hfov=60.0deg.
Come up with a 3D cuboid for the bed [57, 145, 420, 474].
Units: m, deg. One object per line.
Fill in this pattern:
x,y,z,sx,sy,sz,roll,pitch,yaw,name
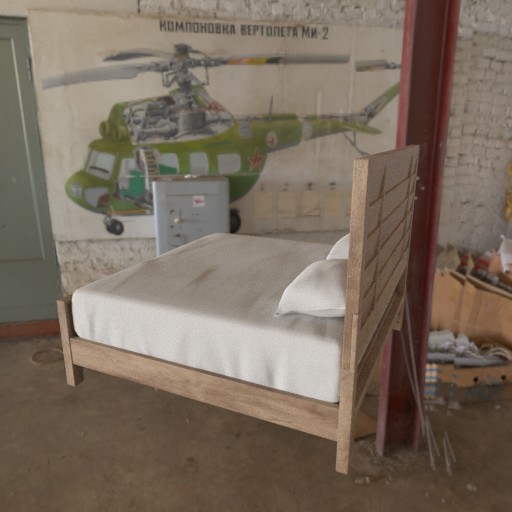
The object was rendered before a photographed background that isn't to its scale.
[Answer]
0.000,0.000,3.408,2.032,1.626,2.032,7,17,24,bed
